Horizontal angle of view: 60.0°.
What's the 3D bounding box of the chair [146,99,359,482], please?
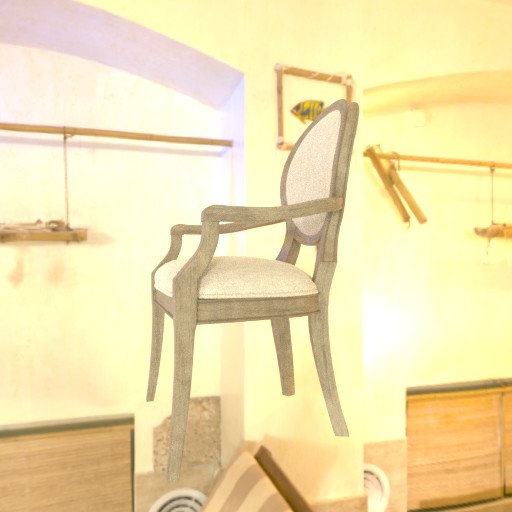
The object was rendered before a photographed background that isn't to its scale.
[{"bbox_3d":[0.000,0.000,1.348,0.602,0.991,0.611,0,-1,-18],"label":"chair"}]
